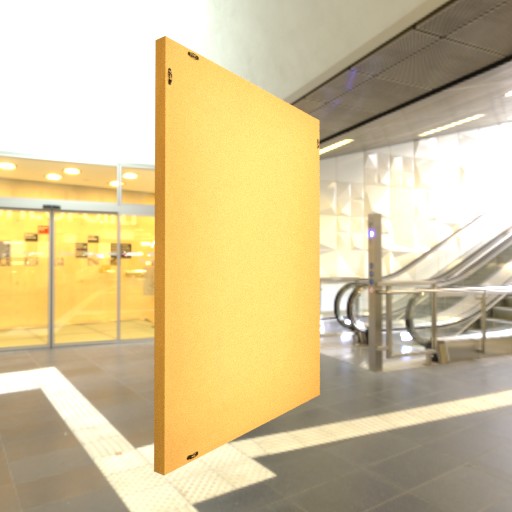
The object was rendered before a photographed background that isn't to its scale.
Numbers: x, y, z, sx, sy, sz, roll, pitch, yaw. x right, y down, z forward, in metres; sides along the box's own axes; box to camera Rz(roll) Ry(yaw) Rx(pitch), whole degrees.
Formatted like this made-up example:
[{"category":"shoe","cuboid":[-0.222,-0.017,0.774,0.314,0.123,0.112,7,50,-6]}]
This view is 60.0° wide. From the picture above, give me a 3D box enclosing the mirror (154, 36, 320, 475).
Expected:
[{"category":"mirror","cuboid":[0.000,0.000,1.341,0.040,1.016,0.762,-1,-1,36]}]
